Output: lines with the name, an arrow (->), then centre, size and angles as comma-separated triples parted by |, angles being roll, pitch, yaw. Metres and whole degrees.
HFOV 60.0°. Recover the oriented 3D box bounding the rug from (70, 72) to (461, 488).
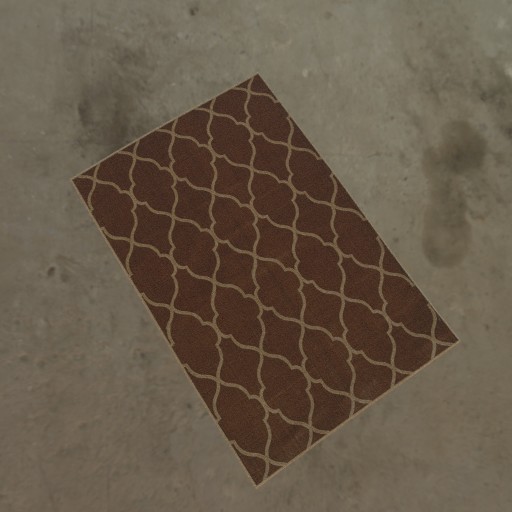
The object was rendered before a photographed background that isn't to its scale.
rug -> 0.000, 0.000, 2.866 | 1.528, 0.014, 2.294 | -33, 78, -8
